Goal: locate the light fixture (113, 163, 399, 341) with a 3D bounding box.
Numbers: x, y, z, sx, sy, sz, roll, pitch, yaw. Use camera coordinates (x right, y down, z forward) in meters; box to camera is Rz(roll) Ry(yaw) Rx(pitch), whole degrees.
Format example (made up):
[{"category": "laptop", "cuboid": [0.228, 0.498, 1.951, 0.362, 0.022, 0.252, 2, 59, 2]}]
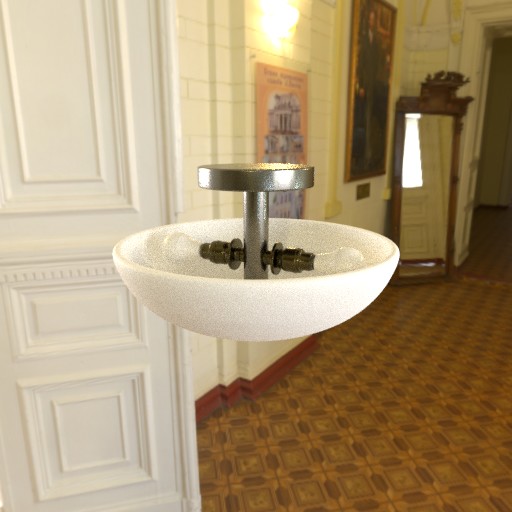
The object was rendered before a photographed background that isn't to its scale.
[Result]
[{"category": "light fixture", "cuboid": [0.000, 0.000, 0.538, 0.330, 0.214, 0.330, 0, 14, 0]}]
